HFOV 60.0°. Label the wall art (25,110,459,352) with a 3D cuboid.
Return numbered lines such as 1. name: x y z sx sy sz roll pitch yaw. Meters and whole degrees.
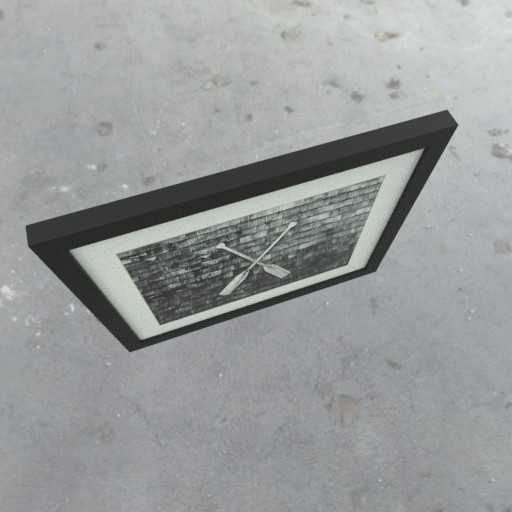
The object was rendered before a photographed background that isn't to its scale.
1. wall art: 0.000 0.000 0.754 0.558 0.457 0.029 -17 64 -9
